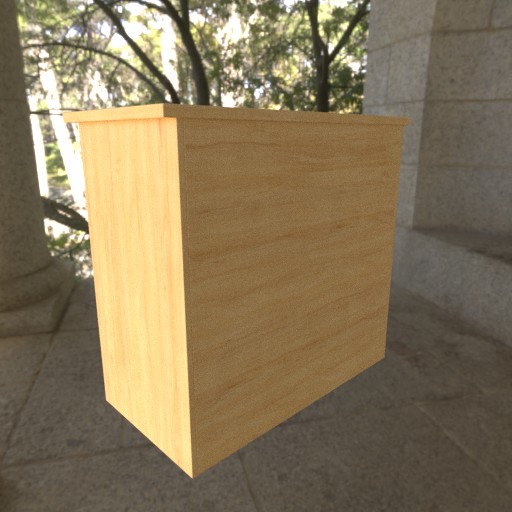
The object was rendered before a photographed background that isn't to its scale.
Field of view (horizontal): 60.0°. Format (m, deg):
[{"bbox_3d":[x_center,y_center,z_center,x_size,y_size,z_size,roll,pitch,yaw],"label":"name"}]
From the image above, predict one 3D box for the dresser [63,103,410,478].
[{"bbox_3d":[0.000,0.000,1.205,0.800,0.730,0.410,-14,21,-42],"label":"dresser"}]
